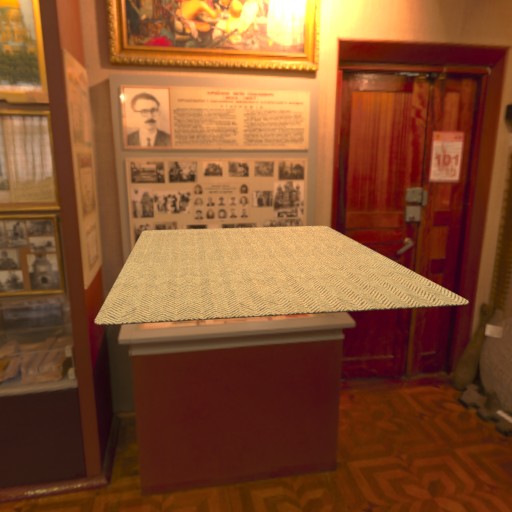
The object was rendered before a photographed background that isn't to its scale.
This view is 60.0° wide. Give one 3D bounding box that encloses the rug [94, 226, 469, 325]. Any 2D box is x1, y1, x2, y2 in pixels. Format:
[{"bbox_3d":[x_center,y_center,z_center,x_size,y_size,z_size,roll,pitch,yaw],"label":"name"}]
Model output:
[{"bbox_3d":[0.000,0.000,4.321,2.439,0.014,3.207,-2,13,-9],"label":"rug"}]
